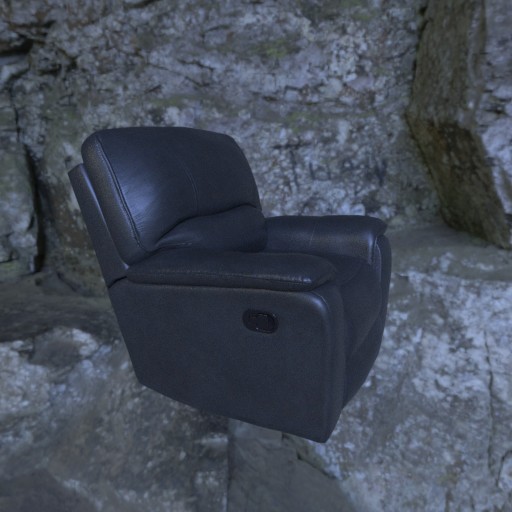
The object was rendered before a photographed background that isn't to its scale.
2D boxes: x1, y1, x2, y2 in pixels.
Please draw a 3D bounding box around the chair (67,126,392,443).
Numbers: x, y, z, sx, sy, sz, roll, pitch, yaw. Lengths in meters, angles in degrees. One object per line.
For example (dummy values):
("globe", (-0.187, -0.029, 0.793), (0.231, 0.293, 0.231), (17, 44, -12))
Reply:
("chair", (0.000, 0.000, 1.956), (1.087, 1.109, 1.096), (7, 16, 25))
